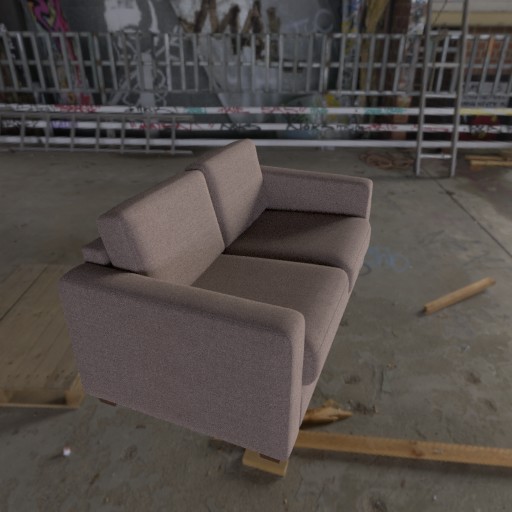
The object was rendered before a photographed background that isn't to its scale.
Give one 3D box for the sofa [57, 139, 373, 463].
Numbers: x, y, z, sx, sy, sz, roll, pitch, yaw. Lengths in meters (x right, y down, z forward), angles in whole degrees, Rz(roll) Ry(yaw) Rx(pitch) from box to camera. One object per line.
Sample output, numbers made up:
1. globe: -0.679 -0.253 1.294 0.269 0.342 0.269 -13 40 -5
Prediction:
1. sofa: 0.000 0.000 2.068 0.900 0.800 1.520 11 30 19
